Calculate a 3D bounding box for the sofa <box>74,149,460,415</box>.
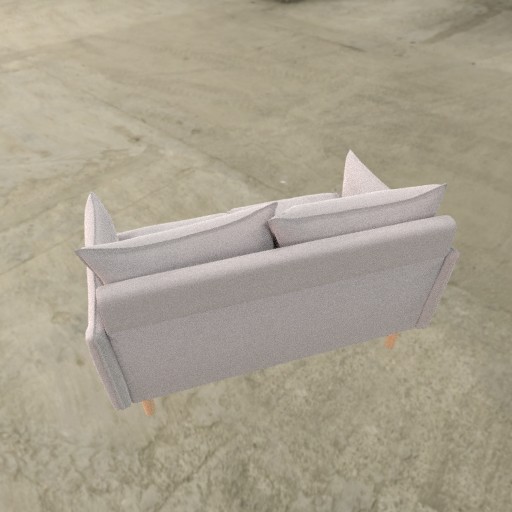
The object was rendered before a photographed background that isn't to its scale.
[{"bbox_3d":[0.000,0.000,1.827,1.300,0.840,0.820,-12,42,-13],"label":"sofa"}]
